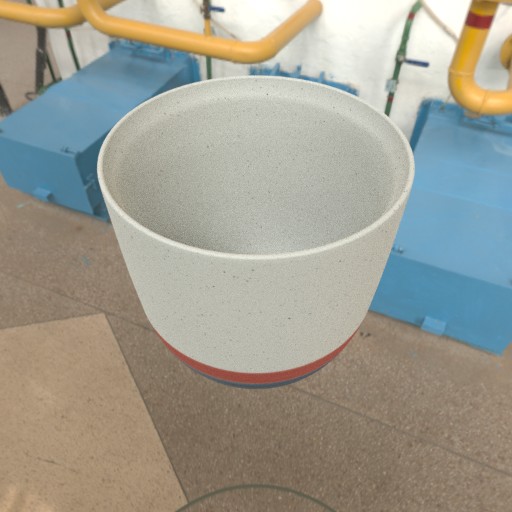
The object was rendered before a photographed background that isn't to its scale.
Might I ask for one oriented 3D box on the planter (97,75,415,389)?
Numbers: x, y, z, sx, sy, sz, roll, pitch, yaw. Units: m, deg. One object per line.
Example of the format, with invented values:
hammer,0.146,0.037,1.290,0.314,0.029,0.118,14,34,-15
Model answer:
planter,0.000,0.000,0.369,0.204,0.214,0.204,0,47,0
